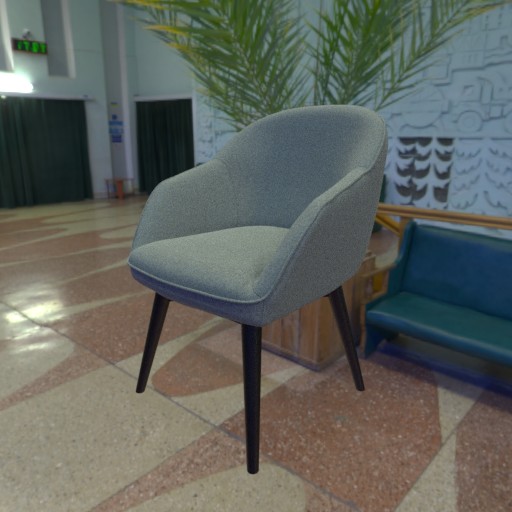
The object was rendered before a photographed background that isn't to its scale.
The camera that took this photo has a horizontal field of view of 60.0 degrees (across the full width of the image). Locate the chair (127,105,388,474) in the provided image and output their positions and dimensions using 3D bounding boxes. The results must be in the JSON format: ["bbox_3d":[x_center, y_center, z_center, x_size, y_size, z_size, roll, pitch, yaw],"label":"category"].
[{"bbox_3d":[0.000,0.000,1.215,0.589,0.810,0.611,14,21,42],"label":"chair"}]
